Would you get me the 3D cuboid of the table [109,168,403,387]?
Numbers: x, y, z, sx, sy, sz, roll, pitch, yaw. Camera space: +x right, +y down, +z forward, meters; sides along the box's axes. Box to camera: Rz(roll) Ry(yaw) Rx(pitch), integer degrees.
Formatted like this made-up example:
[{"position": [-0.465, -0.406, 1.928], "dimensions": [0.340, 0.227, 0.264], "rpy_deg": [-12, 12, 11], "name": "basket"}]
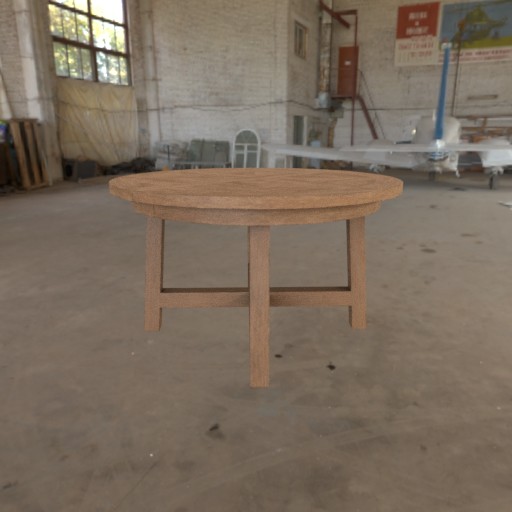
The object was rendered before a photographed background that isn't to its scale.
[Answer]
[{"position": [0.000, 0.000, 2.186], "dimensions": [1.319, 0.762, 1.319], "rpy_deg": [0, 15, 0], "name": "table"}]
